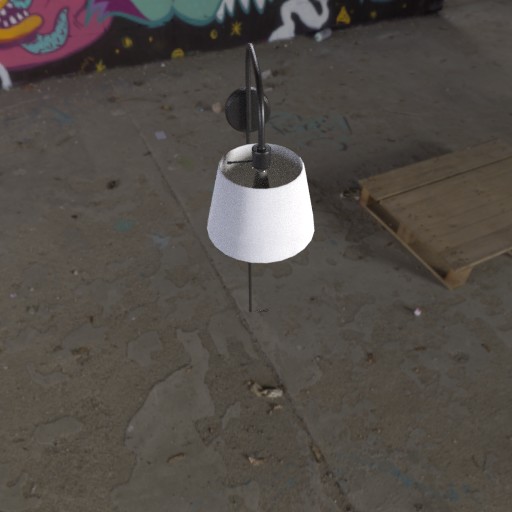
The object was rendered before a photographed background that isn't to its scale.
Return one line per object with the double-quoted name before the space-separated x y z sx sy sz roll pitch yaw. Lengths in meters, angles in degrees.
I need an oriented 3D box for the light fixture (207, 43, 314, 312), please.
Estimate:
"light fixture" 0.000 0.000 0.467 0.092 0.399 0.176 -4 44 -4
